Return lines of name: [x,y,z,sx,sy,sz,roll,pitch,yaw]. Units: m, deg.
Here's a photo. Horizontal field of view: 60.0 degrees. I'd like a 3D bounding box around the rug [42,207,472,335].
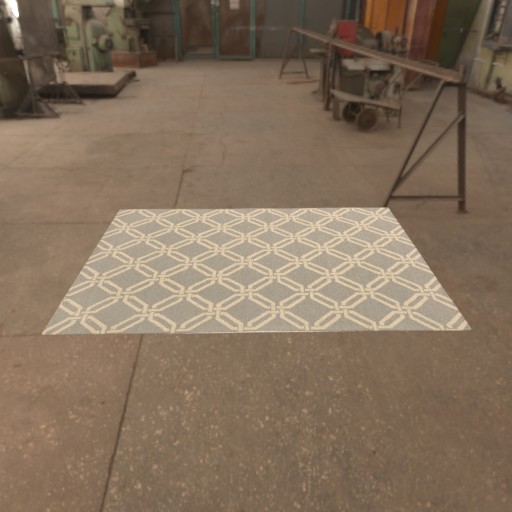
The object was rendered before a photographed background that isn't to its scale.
rug: [0.000,0.000,2.850,2.133,0.013,1.522,0,30,-1]
